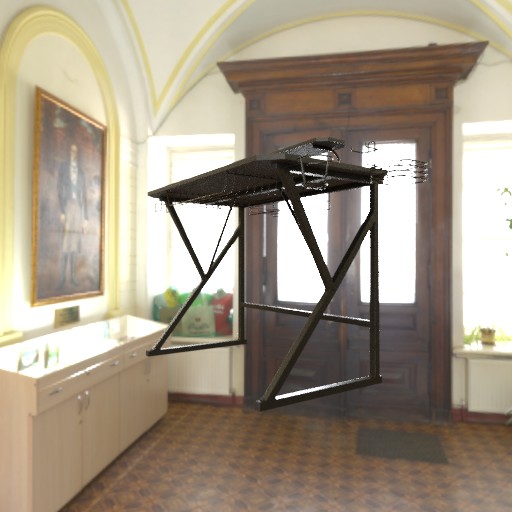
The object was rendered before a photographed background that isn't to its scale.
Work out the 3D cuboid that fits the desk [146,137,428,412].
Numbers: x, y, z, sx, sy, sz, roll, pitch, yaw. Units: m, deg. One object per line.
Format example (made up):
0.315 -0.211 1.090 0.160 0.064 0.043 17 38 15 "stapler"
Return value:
0.000 0.000 1.766 0.580 0.880 1.290 0 -1 -34 "desk"
